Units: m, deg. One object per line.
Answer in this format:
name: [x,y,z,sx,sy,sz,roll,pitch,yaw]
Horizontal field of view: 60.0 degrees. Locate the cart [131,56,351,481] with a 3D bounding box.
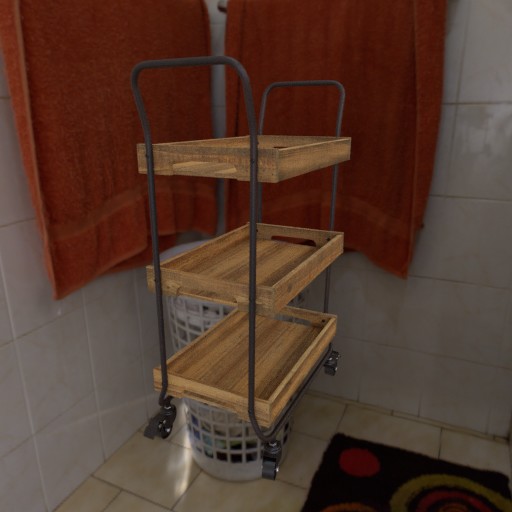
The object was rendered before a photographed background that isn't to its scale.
cart: [0.000,0.000,1.117,0.339,0.857,0.583,9,19,25]
